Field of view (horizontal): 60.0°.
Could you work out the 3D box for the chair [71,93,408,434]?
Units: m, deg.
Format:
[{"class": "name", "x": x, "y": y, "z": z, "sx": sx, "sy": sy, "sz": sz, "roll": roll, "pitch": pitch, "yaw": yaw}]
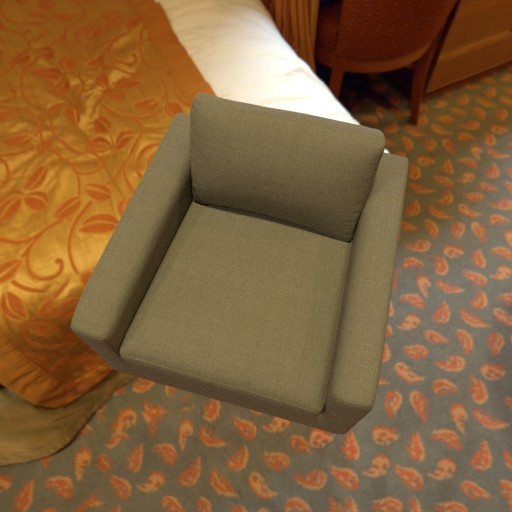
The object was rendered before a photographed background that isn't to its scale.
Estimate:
[{"class": "chair", "x": 0.000, "y": 0.000, "z": 1.845, "sx": 1.070, "sy": 0.847, "sz": 1.100, "roll": 13, "pitch": 60, "yaw": 8}]
